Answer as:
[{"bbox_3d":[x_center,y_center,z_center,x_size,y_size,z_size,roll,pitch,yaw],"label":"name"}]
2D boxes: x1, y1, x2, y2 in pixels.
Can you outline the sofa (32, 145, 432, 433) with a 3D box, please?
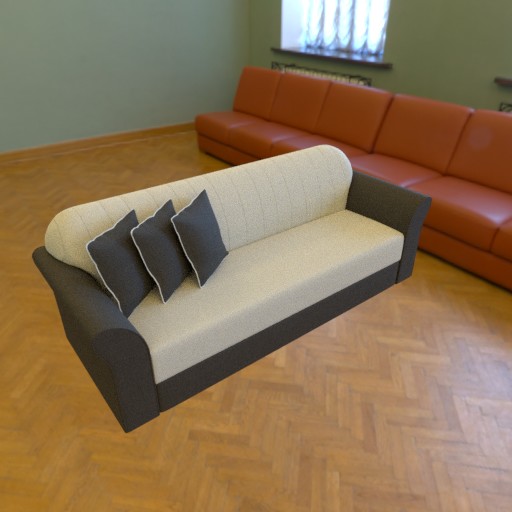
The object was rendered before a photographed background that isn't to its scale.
[{"bbox_3d":[0.000,0.000,2.384,2.001,0.787,0.755,-21,37,-32],"label":"sofa"}]
